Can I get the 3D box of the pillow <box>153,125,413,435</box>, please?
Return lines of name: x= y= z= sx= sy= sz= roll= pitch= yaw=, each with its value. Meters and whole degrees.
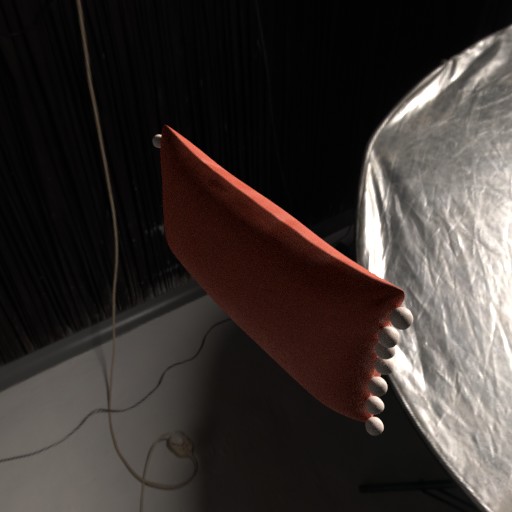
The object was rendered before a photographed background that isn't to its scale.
pillow: x=0.000 y=0.000 z=0.864 sx=0.201 sy=0.322 sz=0.709 roll=-25 pitch=45 yaw=-28
